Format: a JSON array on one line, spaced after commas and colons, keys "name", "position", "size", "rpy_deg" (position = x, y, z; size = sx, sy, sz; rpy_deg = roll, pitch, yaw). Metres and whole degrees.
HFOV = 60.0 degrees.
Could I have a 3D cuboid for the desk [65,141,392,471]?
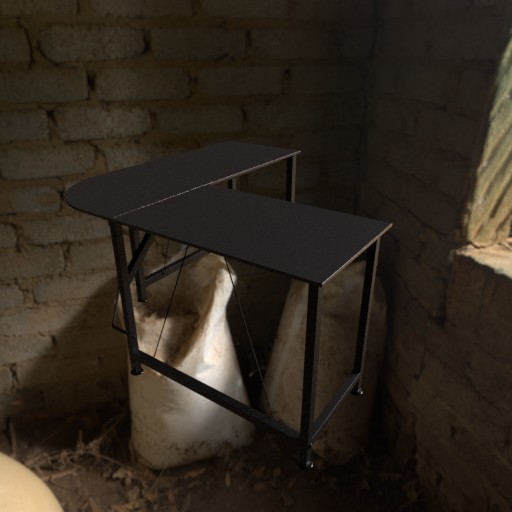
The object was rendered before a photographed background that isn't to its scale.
[{"name": "desk", "position": [0.000, 0.000, 2.217], "size": [1.400, 0.762, 1.400], "rpy_deg": [17, 30, 31]}]
